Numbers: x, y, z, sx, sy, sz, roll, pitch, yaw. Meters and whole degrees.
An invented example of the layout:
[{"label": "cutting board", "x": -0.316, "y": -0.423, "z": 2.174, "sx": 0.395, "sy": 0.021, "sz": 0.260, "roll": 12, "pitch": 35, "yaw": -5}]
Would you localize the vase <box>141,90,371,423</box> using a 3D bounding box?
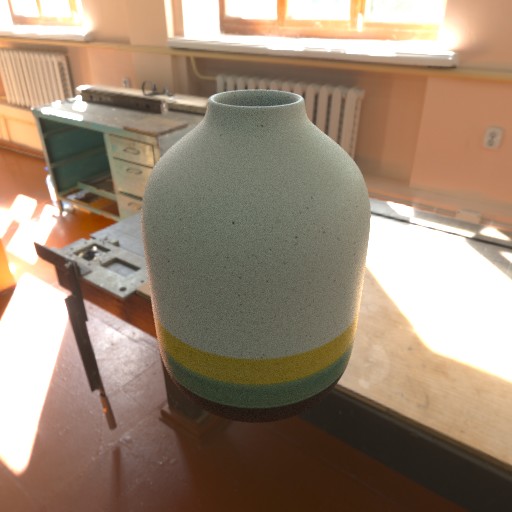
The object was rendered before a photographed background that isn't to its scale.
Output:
[{"label": "vase", "x": 0.000, "y": 0.000, "z": 0.351, "sx": 0.169, "sy": 0.240, "sz": 0.169, "roll": 0, "pitch": 30, "yaw": 0}]
